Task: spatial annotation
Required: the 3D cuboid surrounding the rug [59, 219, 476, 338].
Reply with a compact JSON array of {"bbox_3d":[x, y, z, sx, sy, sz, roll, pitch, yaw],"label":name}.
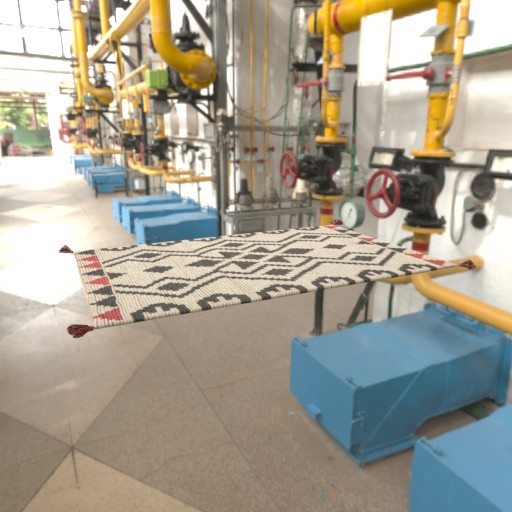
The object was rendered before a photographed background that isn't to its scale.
[{"bbox_3d":[0.000,0.000,3.280,2.672,0.066,1.741,-7,17,-24],"label":"rug"}]
